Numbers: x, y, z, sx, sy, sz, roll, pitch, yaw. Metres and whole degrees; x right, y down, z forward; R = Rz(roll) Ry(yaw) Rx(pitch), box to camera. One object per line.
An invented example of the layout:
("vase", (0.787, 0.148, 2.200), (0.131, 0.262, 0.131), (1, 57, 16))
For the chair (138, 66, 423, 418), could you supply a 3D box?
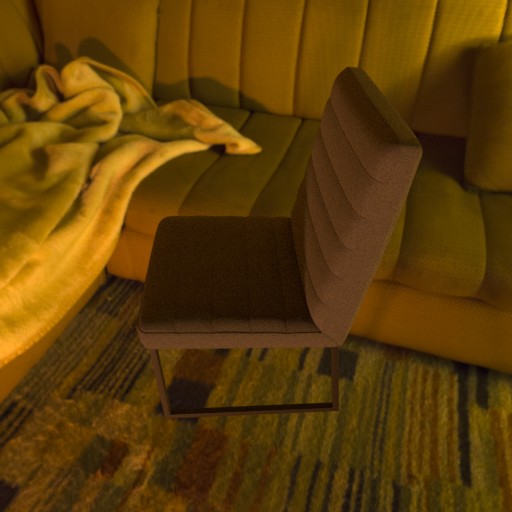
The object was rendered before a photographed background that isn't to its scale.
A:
("chair", (0.000, 0.000, 1.300), (0.634, 0.930, 0.520), (-2, 39, -2))
